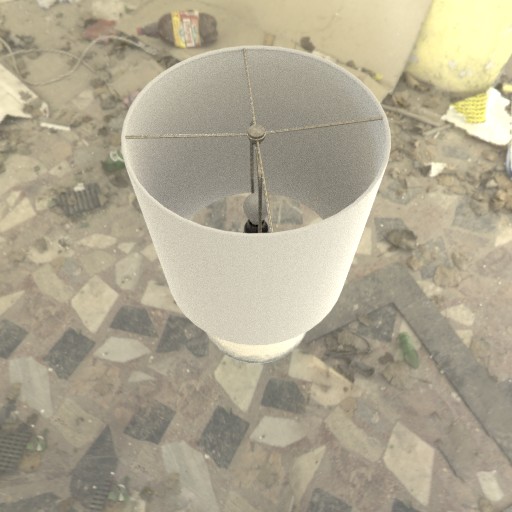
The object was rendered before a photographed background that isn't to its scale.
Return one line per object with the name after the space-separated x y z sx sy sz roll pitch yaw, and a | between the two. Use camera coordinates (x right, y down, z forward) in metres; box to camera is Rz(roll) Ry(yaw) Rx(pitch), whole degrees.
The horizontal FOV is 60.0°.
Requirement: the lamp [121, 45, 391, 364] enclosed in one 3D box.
0.000 0.000 0.531 0.216 0.404 0.216 -32 64 -18 | lamp
